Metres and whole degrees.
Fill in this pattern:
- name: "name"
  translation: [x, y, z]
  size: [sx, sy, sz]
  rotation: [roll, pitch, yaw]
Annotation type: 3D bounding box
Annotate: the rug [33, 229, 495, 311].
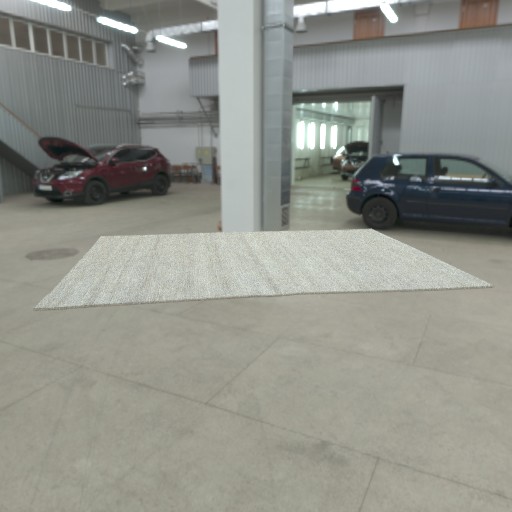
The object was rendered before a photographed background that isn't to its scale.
- name: "rug"
  translation: [0.000, 0.000, 2.901]
  size: [2.264, 0.030, 1.624]
  rotation: [-2, 14, -8]
